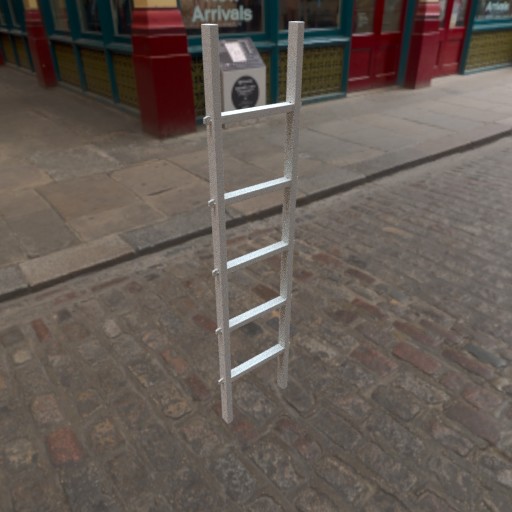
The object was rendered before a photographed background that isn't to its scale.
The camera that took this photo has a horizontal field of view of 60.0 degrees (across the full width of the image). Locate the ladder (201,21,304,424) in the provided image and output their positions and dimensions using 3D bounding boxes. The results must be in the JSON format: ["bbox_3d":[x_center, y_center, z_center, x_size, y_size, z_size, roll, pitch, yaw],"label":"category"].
[{"bbox_3d":[0.000,0.000,1.930,0.452,1.797,0.051,-22,36,-33],"label":"ladder"}]
